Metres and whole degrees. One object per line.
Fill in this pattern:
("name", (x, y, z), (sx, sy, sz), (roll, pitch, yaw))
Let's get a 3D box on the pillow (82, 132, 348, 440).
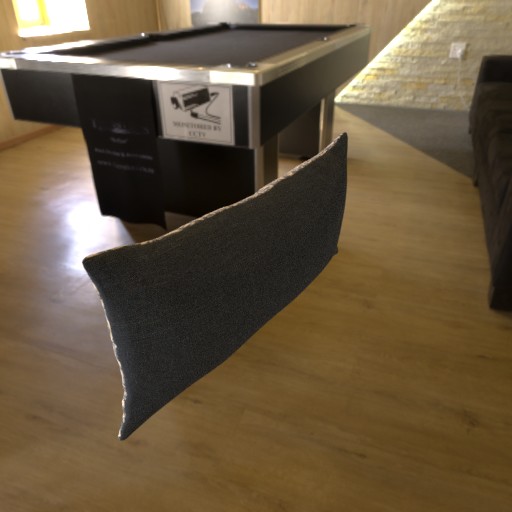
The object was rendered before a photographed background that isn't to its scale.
("pillow", (0.000, 0.000, 0.752), (0.148, 0.292, 0.631), (21, 37, 31))
